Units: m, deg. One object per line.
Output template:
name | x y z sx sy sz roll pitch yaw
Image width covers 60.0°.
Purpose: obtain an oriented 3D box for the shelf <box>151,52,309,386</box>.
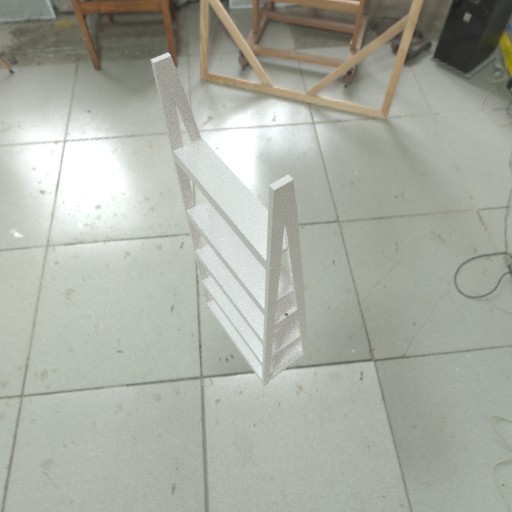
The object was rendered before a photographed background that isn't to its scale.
shelf | 0.000 0.000 2.027 0.341 1.779 0.636 -31 64 -18
